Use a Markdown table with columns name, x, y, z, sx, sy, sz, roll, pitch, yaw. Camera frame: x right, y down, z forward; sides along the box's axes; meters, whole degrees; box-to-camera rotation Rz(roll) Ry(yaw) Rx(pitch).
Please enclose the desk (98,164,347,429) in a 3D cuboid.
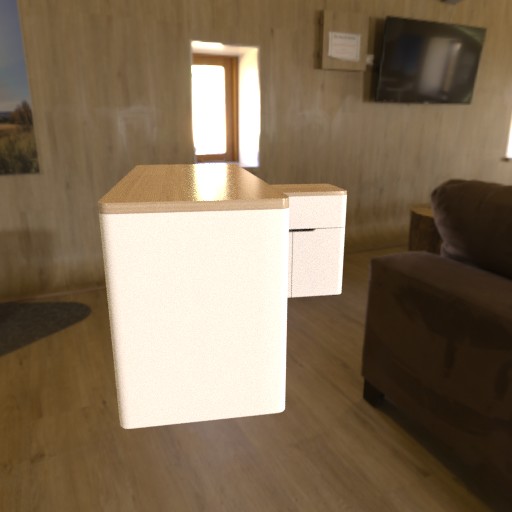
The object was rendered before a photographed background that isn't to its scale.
| name | x | y | z | sx | sy | sz | roll | pitch | yaw |
| --- | --- | --- | --- | --- | --- | --- | --- | --- | --- |
| desk | 0.000 | 0.000 | 2.139 | 1.175 | 0.770 | 1.400 | -3 | 16 | -9 |
